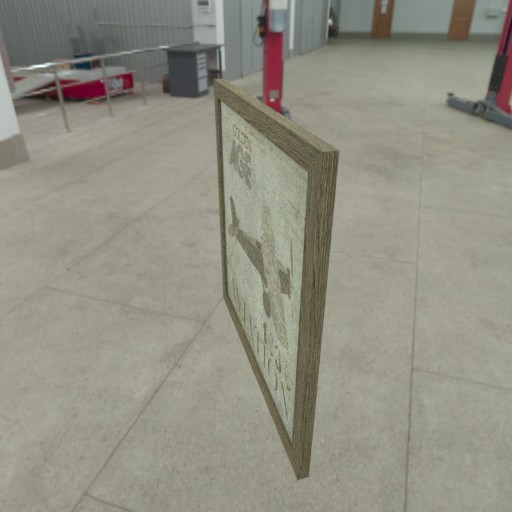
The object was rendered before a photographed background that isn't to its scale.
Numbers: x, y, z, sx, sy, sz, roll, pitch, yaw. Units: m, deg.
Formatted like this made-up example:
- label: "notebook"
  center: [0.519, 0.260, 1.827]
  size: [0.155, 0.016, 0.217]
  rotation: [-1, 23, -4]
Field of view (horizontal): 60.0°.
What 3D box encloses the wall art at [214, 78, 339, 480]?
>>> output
- label: "wall art"
  center: [0.000, 0.000, 0.766]
  size: [0.019, 0.508, 0.508]
  rotation: [-8, 30, -14]
